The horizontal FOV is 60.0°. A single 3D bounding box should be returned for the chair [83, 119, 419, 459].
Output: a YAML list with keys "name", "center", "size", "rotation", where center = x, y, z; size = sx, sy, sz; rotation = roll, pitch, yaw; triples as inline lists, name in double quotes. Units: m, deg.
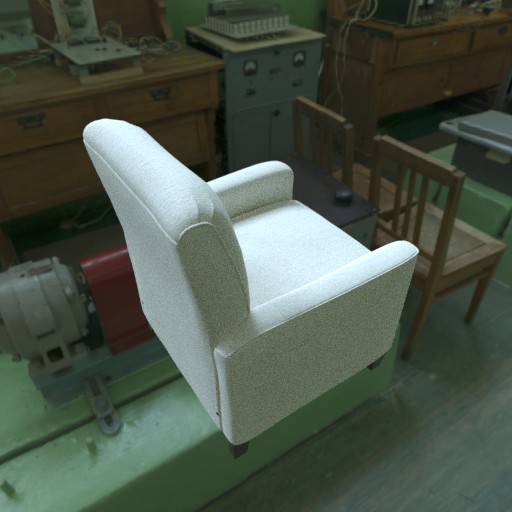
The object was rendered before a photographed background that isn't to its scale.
- name: "chair"
  center: [0.000, 0.000, 1.620]
  size: [0.858, 1.028, 0.841]
  rotation: [-23, 44, -26]
